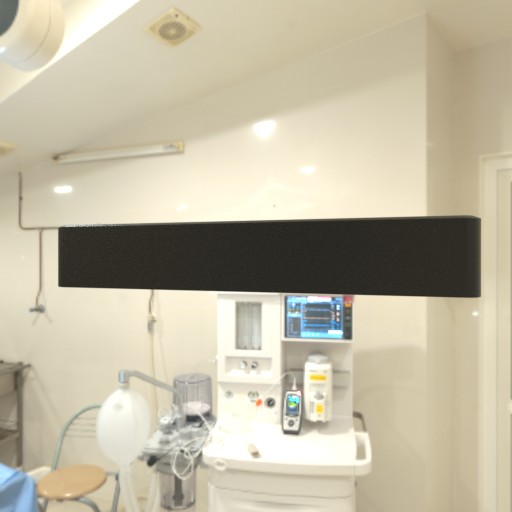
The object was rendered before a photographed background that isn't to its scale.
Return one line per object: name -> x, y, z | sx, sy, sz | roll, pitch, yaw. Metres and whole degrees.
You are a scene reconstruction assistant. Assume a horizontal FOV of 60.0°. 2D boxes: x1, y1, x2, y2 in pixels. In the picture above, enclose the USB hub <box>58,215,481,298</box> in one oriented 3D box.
USB hub -> 0.000, 0.000, 0.164 | 0.145, 0.023, 0.044 | 0, 0, 17
